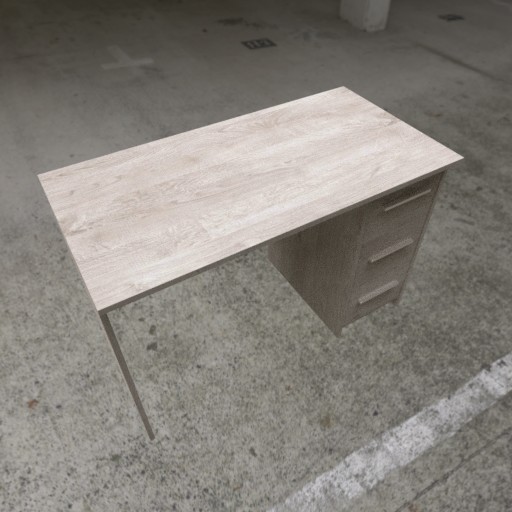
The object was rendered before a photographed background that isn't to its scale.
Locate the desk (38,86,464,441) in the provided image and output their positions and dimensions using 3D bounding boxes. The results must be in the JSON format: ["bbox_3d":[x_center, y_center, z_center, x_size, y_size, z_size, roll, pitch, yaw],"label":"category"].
[{"bbox_3d":[0.000,0.000,1.536,1.097,0.735,0.560,-23,50,-21],"label":"desk"}]
